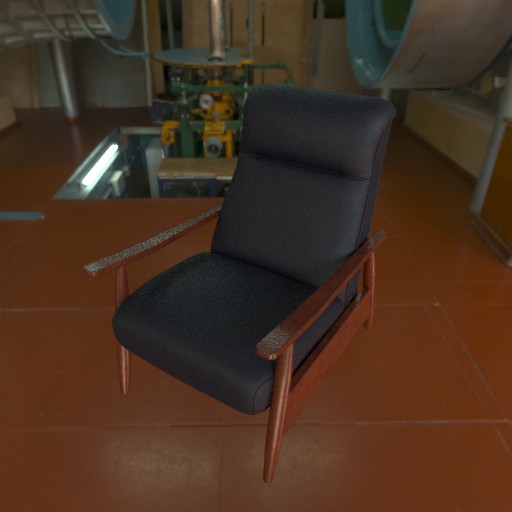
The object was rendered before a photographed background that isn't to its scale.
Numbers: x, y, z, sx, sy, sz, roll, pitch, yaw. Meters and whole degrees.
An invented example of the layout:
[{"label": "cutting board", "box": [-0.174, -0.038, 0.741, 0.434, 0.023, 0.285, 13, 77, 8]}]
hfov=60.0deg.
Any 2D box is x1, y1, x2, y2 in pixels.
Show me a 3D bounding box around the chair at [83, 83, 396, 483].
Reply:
[{"label": "chair", "box": [0.000, 0.000, 1.728, 0.762, 1.082, 1.014, 19, 37, 28]}]
